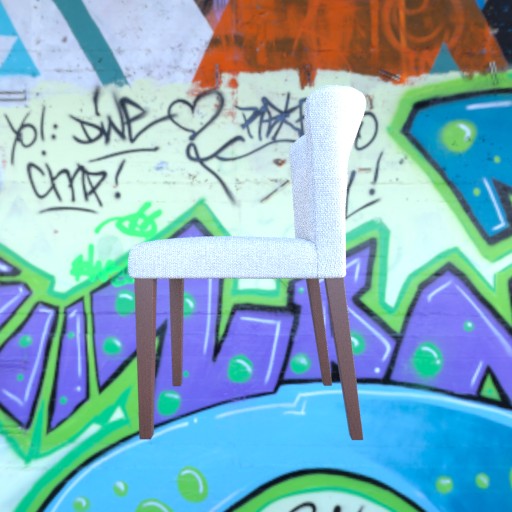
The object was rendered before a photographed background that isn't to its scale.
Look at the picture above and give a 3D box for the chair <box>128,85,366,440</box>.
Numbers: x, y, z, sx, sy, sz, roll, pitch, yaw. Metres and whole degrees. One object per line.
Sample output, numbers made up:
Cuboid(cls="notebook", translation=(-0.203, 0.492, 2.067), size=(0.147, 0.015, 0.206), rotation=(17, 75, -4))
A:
Cuboid(cls="chair", translation=(0.000, 0.000, 1.230), size=(0.589, 0.839, 0.491), rotation=(0, 0, 0))
